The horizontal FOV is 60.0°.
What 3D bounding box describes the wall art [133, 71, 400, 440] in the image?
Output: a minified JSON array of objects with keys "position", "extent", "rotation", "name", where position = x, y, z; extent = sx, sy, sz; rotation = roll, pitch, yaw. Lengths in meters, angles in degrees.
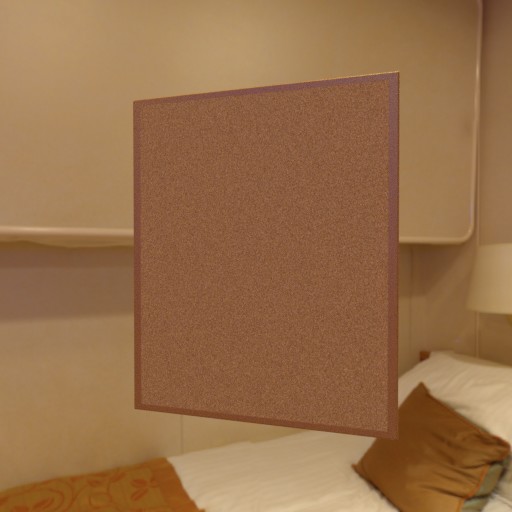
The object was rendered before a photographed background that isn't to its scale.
[{"position":[0.000,0.000,0.505],"extent":[0.310,0.379,0.015],"rotation":[0,1,17],"name":"wall art"}]
